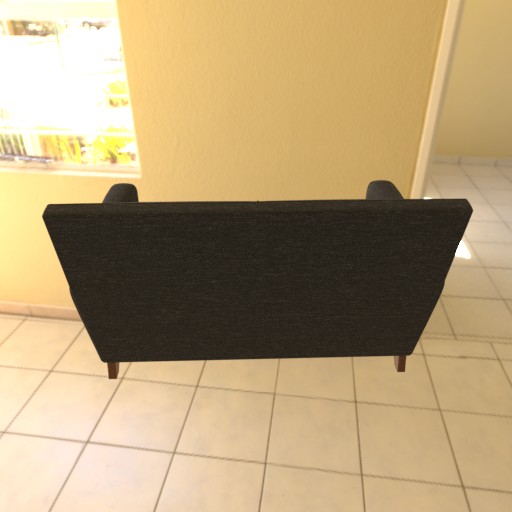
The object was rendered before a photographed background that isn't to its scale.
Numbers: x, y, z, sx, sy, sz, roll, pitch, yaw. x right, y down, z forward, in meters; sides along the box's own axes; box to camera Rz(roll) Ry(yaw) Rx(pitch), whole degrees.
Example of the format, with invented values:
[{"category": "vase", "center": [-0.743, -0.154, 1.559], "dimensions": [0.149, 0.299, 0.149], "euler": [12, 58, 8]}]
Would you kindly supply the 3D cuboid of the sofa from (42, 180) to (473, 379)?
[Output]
[{"category": "sofa", "center": [0.000, 0.000, 1.954], "dimensions": [1.420, 0.846, 0.875], "euler": [-1, 30, -2]}]
